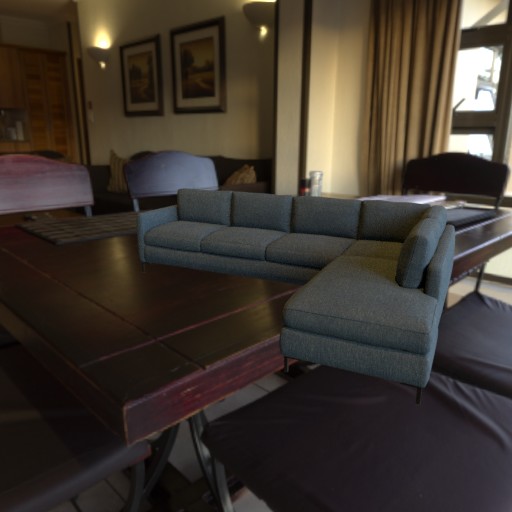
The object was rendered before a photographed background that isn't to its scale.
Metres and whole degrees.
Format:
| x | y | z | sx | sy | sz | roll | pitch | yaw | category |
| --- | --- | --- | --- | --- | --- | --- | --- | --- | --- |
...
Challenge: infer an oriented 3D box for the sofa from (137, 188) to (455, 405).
| x | y | z | sx | sy | sz | roll | pitch | yaw | category |
| --- | --- | --- | --- | --- | --- | --- | --- | --- | --- |
| 0.000 | 0.000 | 3.675 | 2.949 | 0.815 | 2.007 | 7 | 17 | 25 | sofa |
